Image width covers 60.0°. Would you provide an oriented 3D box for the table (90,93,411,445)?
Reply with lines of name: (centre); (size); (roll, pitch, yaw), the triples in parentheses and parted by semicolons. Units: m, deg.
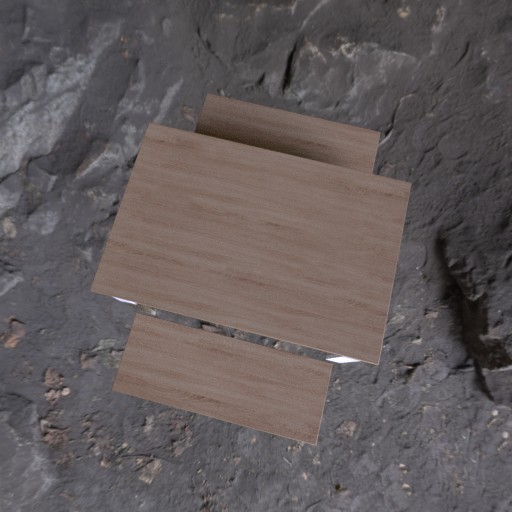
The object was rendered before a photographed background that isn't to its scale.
table: (0.000, 0.000, 2.058); (1.100, 0.700, 1.443); (14, 76, 4)
